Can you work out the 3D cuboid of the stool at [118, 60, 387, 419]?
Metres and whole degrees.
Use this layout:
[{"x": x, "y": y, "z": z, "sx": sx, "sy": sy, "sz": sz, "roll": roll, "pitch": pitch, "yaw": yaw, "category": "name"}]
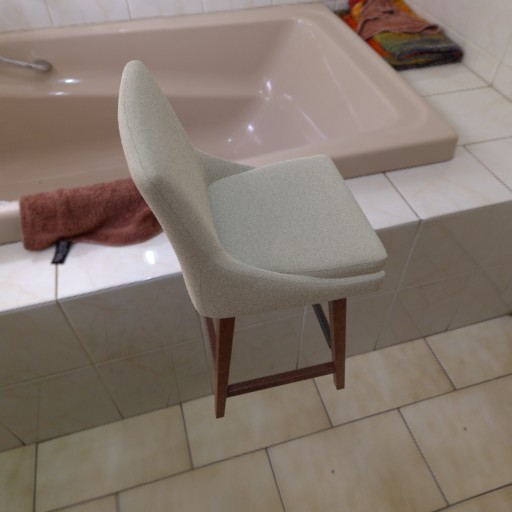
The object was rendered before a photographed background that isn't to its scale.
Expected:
[{"x": 0.000, "y": 0.000, "z": 1.264, "sx": 0.559, "sy": 0.991, "sz": 0.469, "roll": -10, "pitch": 49, "yaw": -9, "category": "stool"}]
